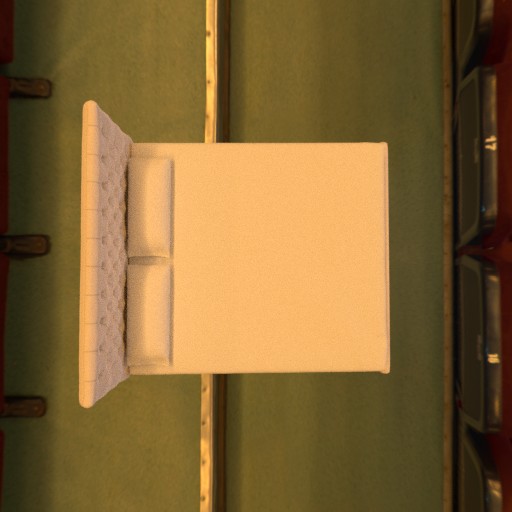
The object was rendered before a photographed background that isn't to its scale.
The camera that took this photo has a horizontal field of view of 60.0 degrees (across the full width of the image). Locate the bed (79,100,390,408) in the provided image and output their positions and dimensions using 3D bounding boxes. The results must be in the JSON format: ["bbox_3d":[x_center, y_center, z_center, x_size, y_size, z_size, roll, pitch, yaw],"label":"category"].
[{"bbox_3d":[0.000,0.000,3.666,2.387,1.427,2.078,0,88,0],"label":"bed"}]
